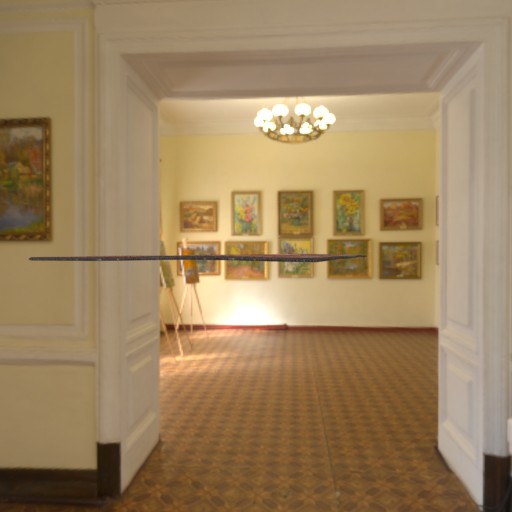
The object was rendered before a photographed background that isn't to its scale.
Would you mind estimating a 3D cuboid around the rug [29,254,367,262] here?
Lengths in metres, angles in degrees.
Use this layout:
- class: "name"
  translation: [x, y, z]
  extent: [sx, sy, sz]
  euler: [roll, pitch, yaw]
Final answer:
- class: "rug"
  translation: [0.000, 0.000, 3.523]
  extent: [1.522, 0.034, 3.032]
  euler: [0, 0, 18]
